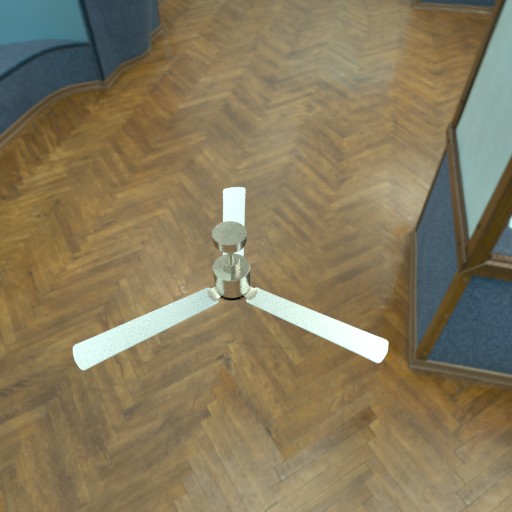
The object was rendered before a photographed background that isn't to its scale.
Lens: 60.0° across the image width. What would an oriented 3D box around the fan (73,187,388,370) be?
[{"bbox_3d":[0.000,0.000,2.402,1.531,0.446,1.561,12,48,11],"label":"fan"}]
